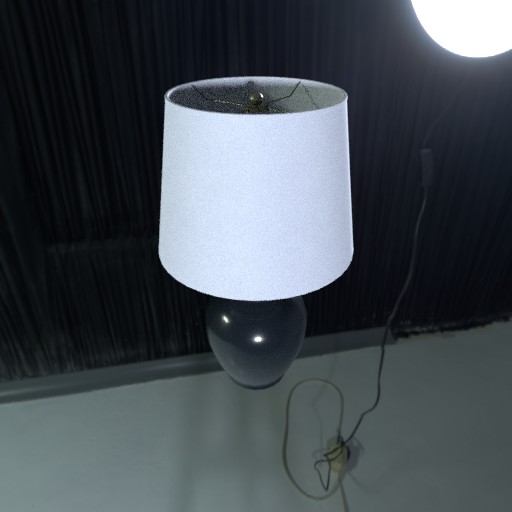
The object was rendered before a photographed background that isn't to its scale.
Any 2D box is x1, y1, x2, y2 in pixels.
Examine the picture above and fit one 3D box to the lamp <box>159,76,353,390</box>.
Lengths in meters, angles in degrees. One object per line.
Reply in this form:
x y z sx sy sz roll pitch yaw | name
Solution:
0.000 0.000 0.566 0.239 0.399 0.239 0 31 0 | lamp
